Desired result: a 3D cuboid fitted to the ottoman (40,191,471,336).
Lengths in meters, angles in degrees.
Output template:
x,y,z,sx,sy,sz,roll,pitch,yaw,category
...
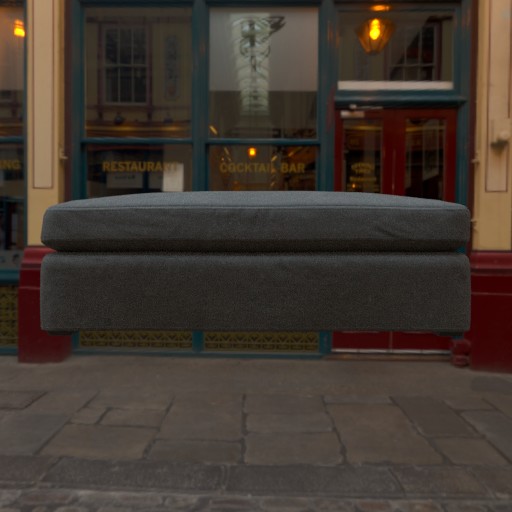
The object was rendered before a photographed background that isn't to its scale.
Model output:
x,y,z,sx,sy,sz,roll,pitch,yaw,category
0.000,0.000,1.589,1.199,0.429,0.840,0,0,1,ottoman
